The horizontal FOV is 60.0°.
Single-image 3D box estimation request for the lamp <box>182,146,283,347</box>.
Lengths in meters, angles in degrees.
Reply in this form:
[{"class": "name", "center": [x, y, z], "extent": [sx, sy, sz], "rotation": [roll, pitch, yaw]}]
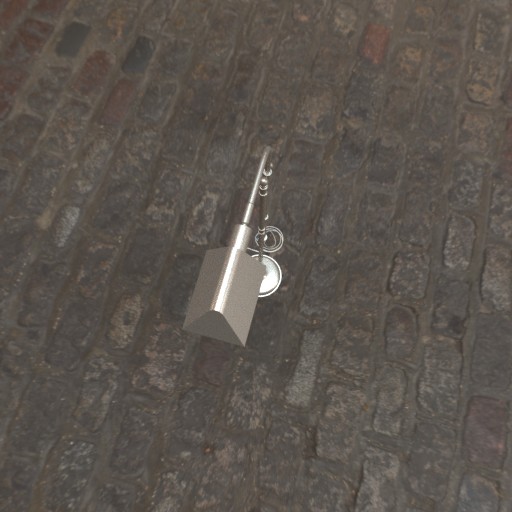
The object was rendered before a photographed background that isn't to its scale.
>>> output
[{"class": "lamp", "center": [0.000, 0.000, 1.869], "extent": [0.256, 1.571, 0.813], "rotation": [15, 76, 4]}]
